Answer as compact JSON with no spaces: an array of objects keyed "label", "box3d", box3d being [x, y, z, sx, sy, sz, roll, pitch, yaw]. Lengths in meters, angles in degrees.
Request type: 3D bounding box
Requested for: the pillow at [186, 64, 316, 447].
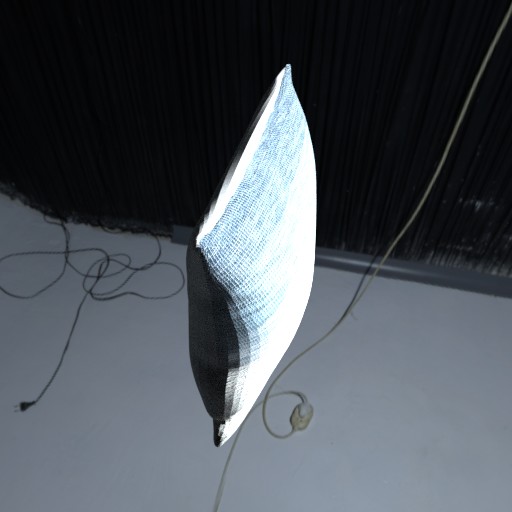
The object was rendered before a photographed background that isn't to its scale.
[{"label":"pillow","box3d":[0.000,0.000,0.694,0.182,0.441,0.440,10,46,10]}]
